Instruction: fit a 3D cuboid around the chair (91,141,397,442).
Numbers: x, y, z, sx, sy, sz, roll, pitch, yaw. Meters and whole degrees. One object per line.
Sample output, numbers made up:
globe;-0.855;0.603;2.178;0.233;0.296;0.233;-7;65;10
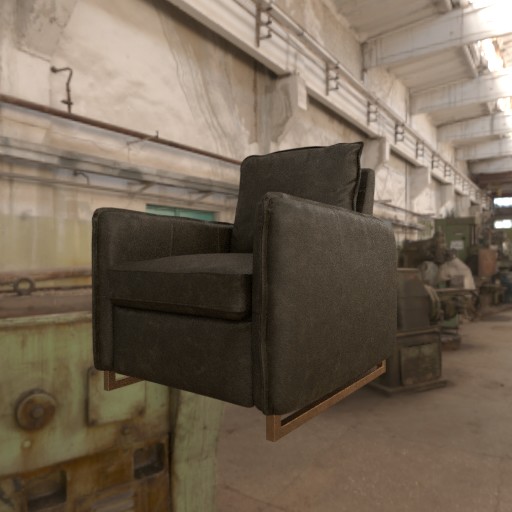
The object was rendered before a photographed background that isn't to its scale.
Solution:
chair;0.000;0.000;1.646;0.830;0.921;0.921;1;1;36
